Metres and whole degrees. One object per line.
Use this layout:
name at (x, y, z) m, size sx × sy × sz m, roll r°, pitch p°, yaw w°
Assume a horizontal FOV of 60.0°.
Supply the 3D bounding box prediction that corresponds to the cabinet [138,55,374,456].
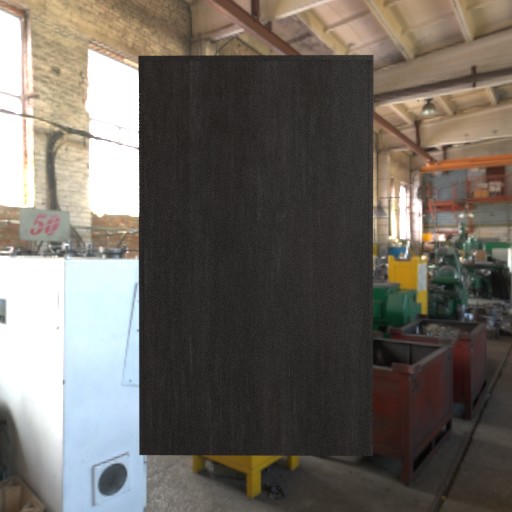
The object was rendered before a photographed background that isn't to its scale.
cabinet at (0.000, 0.000, 1.541) m, size 0.750 × 1.280 × 0.250 m, roll 0°, pitch 1°, yaw 0°
